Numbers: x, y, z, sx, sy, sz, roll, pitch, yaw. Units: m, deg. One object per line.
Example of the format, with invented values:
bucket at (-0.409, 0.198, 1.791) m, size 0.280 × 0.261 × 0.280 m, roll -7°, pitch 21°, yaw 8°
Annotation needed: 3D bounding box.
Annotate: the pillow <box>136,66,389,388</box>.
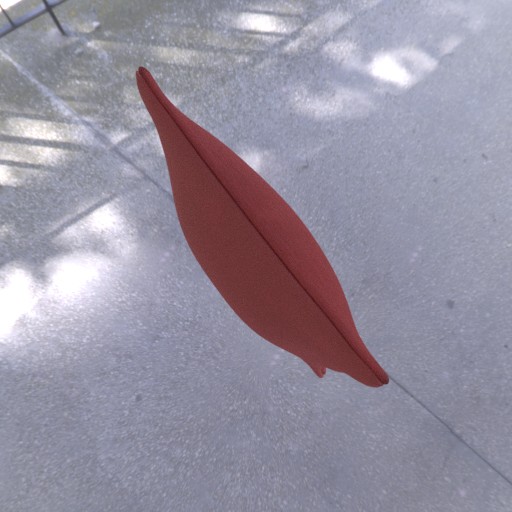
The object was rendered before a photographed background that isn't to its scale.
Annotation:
pillow at (0.000, 0.000, 0.659) m, size 0.151 × 0.416 × 0.435 m, roll -36°, pitch 79°, yaw -8°
